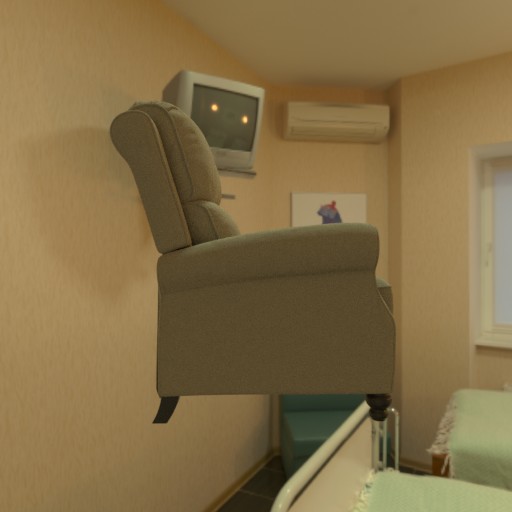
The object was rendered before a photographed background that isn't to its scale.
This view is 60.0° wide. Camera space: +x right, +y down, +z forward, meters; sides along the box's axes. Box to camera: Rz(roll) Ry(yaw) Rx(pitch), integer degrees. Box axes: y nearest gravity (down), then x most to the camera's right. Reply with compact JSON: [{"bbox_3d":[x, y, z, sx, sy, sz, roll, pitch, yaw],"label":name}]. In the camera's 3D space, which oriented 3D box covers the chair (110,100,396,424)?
[{"bbox_3d":[0.000,0.000,1.751,0.919,1.046,0.859,0,0,-1],"label":"chair"}]
